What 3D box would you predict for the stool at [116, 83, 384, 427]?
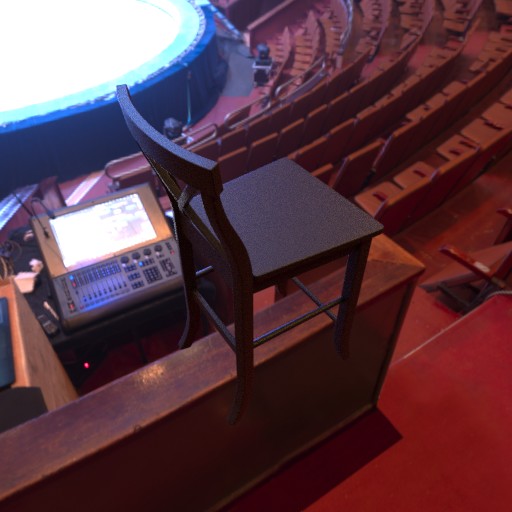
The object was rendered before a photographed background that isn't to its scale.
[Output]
[{"bbox_3d":[0.000,0.000,1.322,0.559,0.989,0.452,-24,48,-24],"label":"stool"}]
